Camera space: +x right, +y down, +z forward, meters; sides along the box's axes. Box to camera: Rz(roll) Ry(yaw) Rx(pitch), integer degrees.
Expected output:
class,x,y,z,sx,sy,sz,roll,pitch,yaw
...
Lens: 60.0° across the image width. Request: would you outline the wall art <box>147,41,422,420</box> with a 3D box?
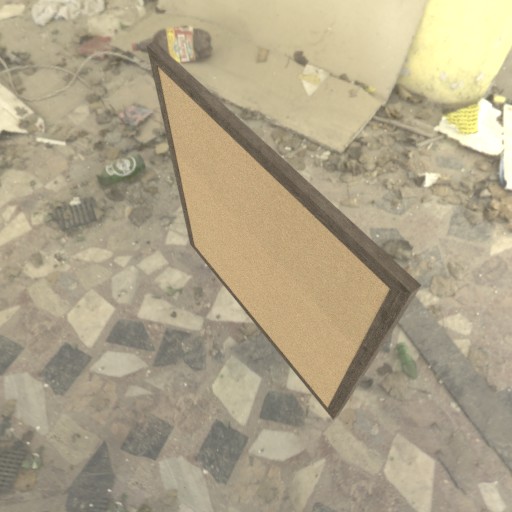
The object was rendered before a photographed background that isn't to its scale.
class,x,y,z,sx,sy,sz,roll,pitch,yaw
wall art,0.000,0.000,0.670,0.013,0.457,0.457,-32,63,-19
